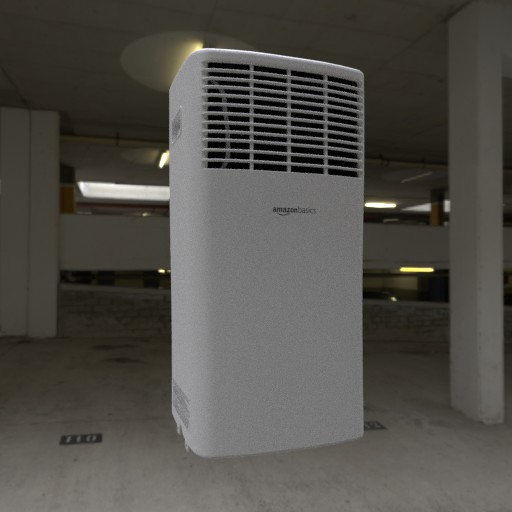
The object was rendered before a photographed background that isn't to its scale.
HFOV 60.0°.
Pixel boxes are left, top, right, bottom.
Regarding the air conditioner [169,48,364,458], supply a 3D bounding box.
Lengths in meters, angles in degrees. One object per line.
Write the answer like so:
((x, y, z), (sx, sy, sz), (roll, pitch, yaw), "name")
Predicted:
((0.000, 0.000, 0.804), (0.304, 0.606, 0.349), (0, -1, -17), "air conditioner")
